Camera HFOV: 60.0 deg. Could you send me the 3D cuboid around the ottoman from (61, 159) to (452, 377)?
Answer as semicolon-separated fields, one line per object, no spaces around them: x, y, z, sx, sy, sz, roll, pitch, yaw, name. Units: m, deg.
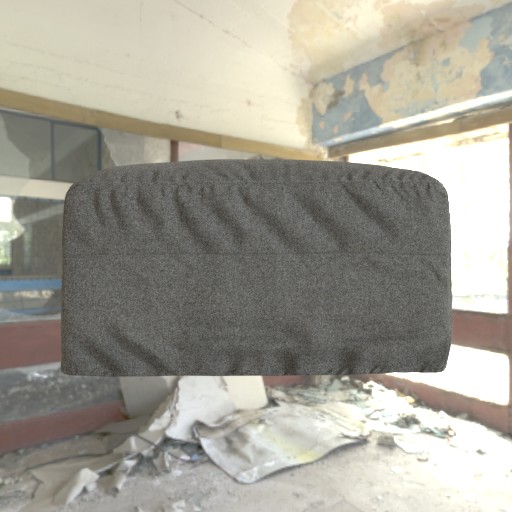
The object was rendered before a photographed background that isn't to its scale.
0.000;0.000;1.219;0.837;0.481;0.683;0;0;-1;ottoman
